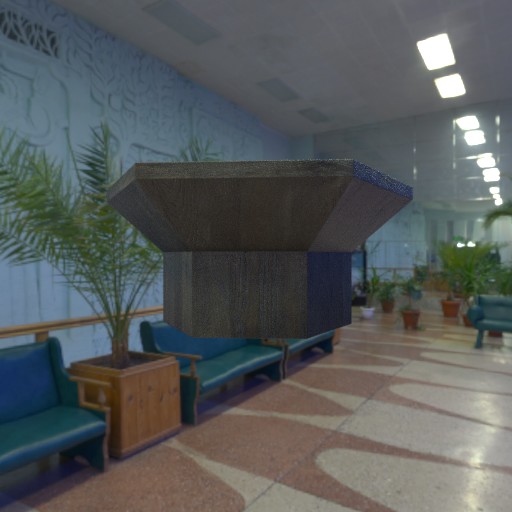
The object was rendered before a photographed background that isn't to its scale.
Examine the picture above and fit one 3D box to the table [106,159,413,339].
[{"bbox_3d":[0.000,0.000,1.611,0.966,0.488,1.115,0,0,34],"label":"table"}]
